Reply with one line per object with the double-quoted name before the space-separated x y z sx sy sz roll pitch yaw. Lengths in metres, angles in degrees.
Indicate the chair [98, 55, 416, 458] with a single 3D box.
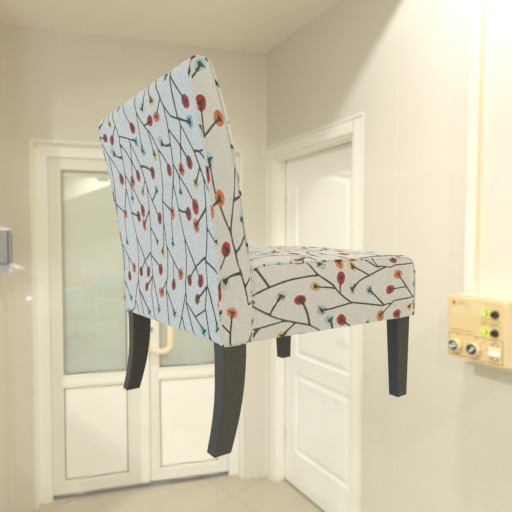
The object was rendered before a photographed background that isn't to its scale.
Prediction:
"chair" 0.000 0.000 1.298 0.732 0.813 0.597 -2 3 -36
